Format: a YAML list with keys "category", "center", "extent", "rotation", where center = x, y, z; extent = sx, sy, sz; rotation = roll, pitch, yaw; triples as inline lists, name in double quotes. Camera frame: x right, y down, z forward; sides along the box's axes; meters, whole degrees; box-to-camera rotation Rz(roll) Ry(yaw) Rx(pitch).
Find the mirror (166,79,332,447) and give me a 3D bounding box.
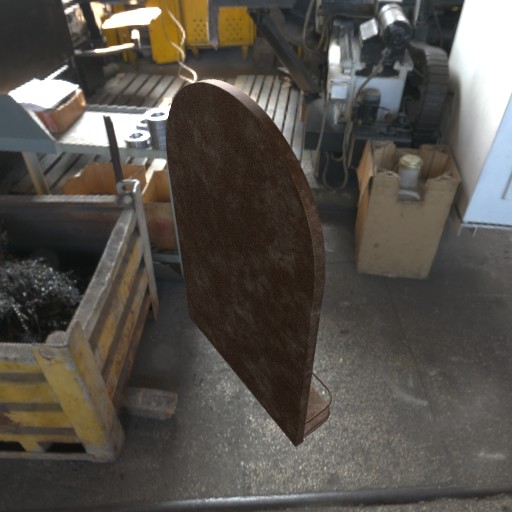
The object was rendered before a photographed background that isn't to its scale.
- category: "mirror"
  center: [0.000, 0.000, 0.987]
  extent: [0.137, 0.770, 0.510]
  rotation: [-25, 46, -27]
